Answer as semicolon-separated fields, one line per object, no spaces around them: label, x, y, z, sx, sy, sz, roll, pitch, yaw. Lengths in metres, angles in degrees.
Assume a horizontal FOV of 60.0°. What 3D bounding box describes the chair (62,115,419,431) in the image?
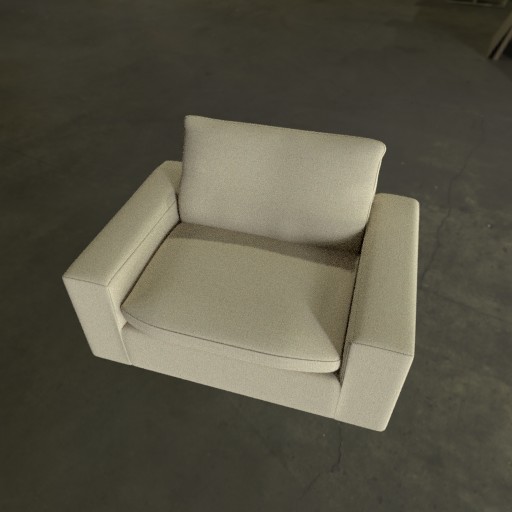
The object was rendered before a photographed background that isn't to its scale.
chair;0.000;0.000;2.048;1.398;0.915;1.039;11;43;12
